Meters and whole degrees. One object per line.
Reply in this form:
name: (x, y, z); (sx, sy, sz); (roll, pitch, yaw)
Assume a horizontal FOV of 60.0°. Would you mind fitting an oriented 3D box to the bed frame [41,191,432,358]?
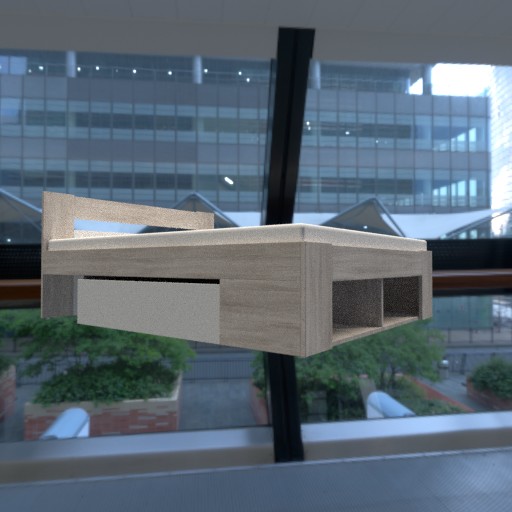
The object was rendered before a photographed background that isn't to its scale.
bed frame: (0.000, 0.000, 3.147); (2.050, 0.860, 2.040); (-1, -1, 38)
